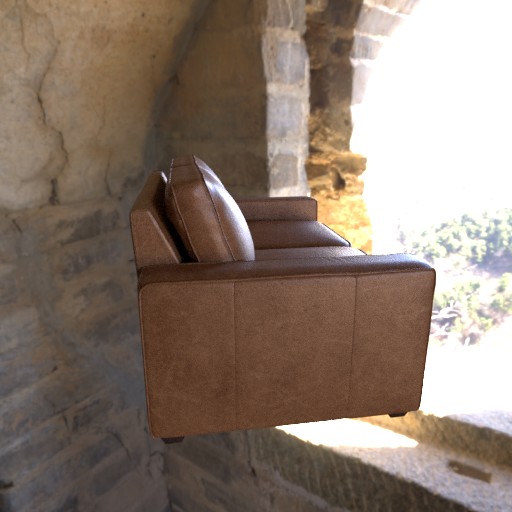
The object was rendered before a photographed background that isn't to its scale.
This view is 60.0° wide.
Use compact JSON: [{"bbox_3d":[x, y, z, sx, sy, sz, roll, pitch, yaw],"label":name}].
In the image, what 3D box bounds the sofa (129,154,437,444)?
[{"bbox_3d":[0.000,0.000,2.136,1.020,0.896,1.532,-3,17,-9],"label":"sofa"}]
